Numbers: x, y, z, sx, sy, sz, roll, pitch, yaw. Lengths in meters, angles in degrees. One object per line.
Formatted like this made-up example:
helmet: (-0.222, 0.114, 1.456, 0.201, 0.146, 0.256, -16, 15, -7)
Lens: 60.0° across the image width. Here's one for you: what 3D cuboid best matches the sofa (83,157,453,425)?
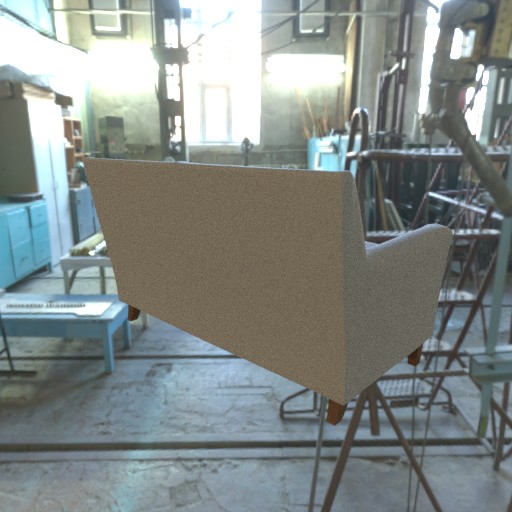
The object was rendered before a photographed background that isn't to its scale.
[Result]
sofa: (0.000, 0.000, 2.062, 1.482, 0.890, 0.888, 14, 20, 42)
